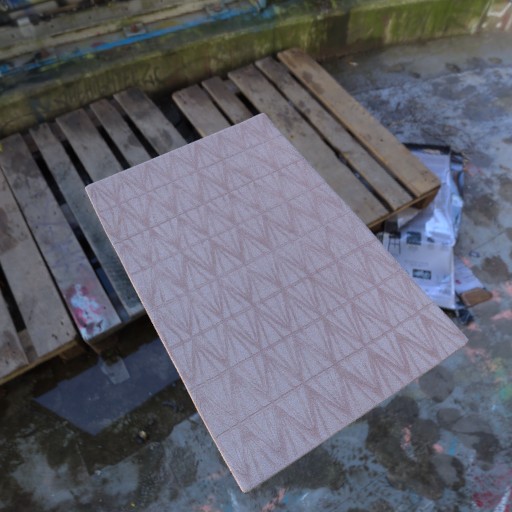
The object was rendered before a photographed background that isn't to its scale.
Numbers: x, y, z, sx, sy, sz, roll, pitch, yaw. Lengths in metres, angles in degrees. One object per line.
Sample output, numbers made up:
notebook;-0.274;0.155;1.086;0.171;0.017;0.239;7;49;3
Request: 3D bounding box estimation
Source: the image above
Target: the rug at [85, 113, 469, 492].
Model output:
rug;0.000;0.000;2.308;1.230;0.025;1.837;-27;62;-16
